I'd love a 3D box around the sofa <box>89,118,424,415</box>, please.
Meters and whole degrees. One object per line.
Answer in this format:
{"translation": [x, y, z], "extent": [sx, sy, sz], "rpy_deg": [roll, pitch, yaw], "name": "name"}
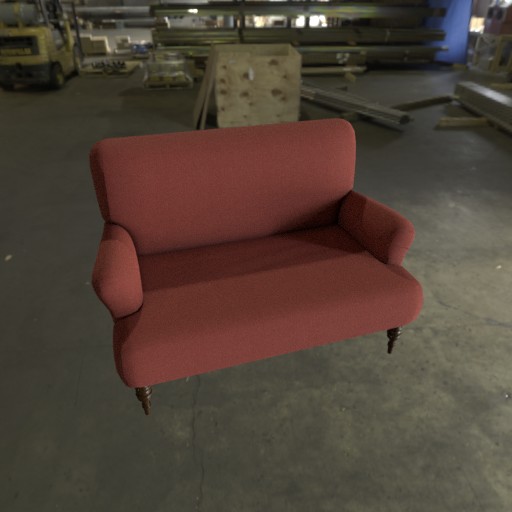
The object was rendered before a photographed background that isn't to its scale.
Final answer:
{"translation": [0.000, 0.000, 1.880], "extent": [1.297, 0.889, 0.779], "rpy_deg": [-10, 33, -15], "name": "sofa"}
